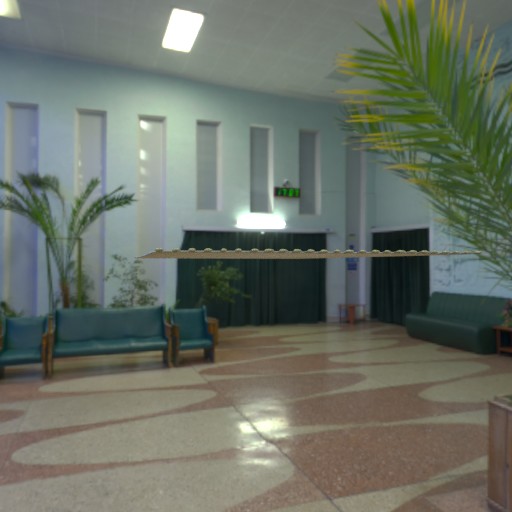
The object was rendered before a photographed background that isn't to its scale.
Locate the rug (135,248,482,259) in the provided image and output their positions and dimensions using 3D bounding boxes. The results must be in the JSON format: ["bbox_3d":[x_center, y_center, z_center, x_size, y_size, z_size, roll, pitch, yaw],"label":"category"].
[{"bbox_3d":[0.000,0.000,3.050,1.540,0.018,2.435,0,-1,-17],"label":"rug"}]
